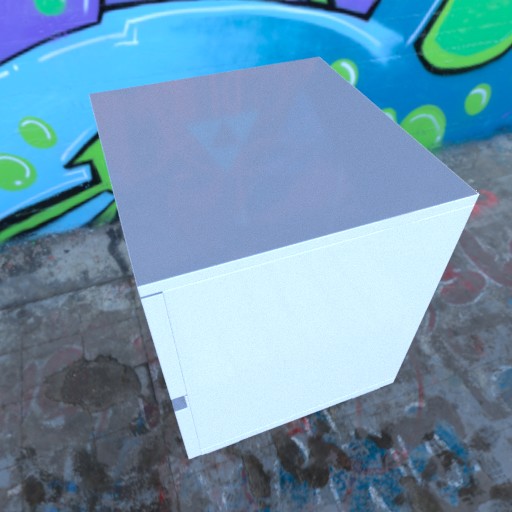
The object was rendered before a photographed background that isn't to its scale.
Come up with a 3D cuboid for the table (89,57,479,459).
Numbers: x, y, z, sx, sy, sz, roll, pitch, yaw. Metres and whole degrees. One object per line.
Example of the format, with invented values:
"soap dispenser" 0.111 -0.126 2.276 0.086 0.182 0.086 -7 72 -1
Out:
"table" 0.000 0.000 0.774 0.400 0.470 0.420 -15 48 -14
